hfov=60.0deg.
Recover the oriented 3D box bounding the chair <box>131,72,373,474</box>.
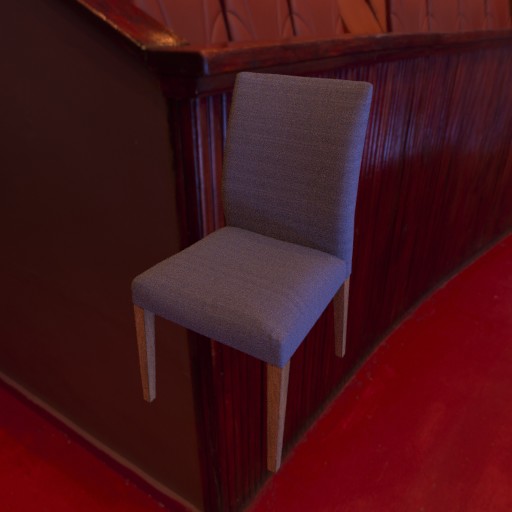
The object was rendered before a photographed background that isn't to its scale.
[{"bbox_3d":[0.000,0.000,1.312,0.496,0.940,0.585,17,34,28],"label":"chair"}]
